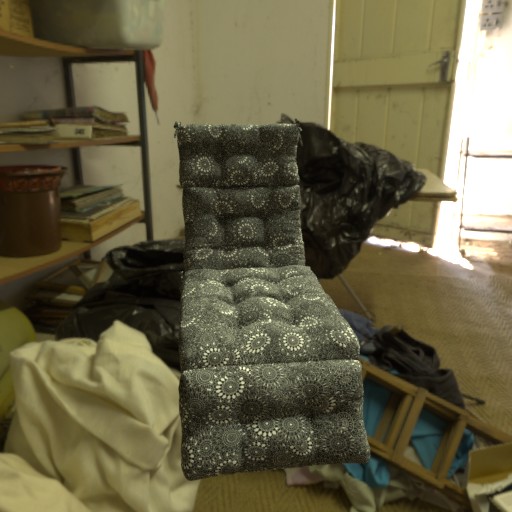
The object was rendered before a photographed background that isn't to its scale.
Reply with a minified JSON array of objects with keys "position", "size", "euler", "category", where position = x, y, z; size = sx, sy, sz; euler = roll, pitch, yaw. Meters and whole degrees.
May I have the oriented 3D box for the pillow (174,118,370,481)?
[{"position":[0.000,0.000,1.456],"size":[0.526,0.863,1.016],"euler":[-2,18,-7],"category":"pillow"}]
